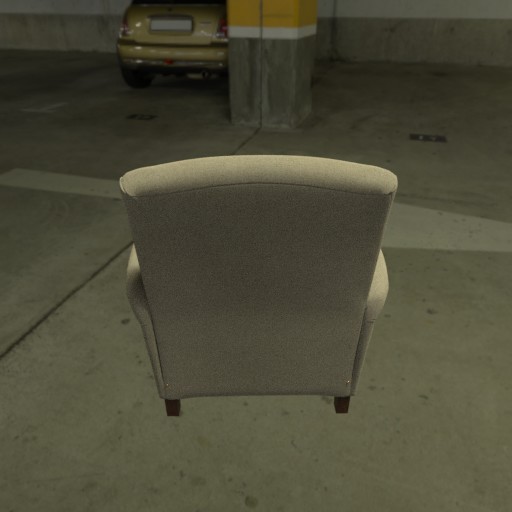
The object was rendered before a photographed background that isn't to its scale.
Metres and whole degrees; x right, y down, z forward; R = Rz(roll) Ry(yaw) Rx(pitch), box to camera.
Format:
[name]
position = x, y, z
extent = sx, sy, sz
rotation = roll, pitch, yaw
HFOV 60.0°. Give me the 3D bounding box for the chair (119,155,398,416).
[chair]
position = 0.000, 0.000, 1.765
extent = 0.978, 1.061, 0.905
rotation = -1, 30, -1
